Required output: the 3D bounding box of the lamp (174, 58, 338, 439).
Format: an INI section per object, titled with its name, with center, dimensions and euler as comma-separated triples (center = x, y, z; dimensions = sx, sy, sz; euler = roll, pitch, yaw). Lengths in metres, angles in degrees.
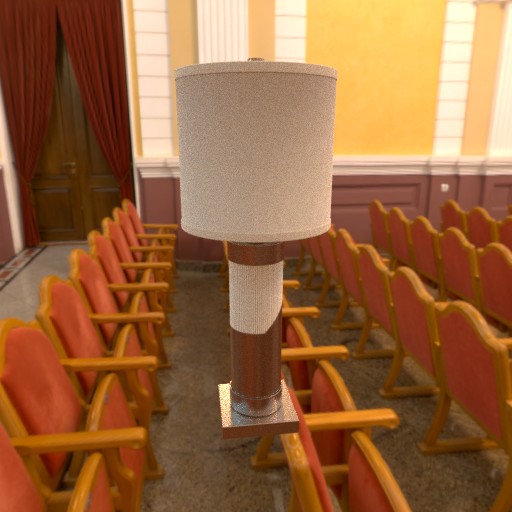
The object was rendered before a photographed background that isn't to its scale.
[lamp]
center = 0.000, 0.000, 0.621
dimensions = 0.202, 0.509, 0.202
euler = -2, 16, -8
